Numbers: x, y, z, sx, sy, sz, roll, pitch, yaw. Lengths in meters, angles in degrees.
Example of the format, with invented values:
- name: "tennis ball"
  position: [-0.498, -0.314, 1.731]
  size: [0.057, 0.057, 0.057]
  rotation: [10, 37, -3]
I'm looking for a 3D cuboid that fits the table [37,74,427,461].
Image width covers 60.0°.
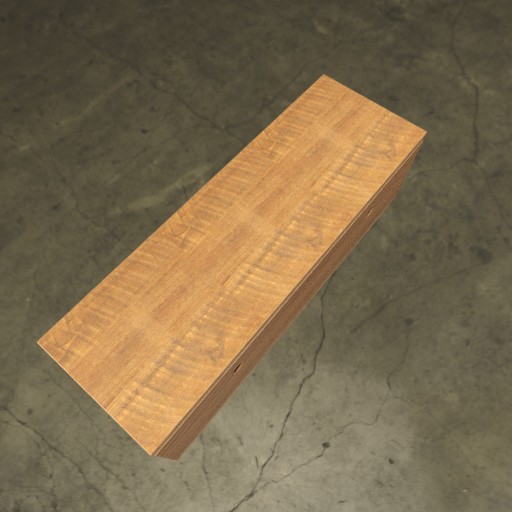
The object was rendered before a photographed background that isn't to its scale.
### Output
- name: "table"
  position: [0.000, 0.000, 1.761]
  size: [0.499, 0.491, 1.499]
  rotation: [37, 69, 17]
